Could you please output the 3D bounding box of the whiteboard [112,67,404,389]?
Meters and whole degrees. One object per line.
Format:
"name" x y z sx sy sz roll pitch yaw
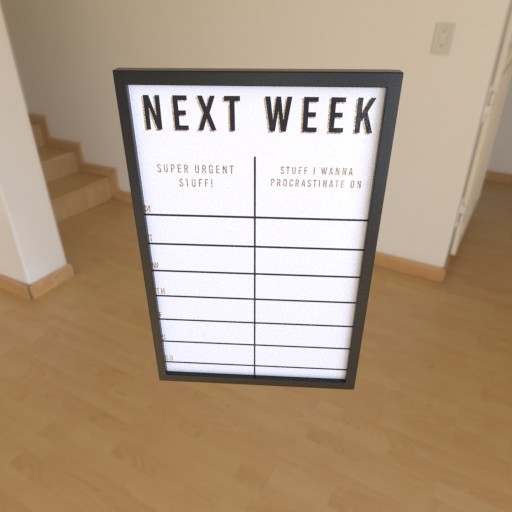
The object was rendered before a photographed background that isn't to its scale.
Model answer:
"whiteboard" 0.000 0.000 0.780 0.406 0.611 0.026 2 30 3
